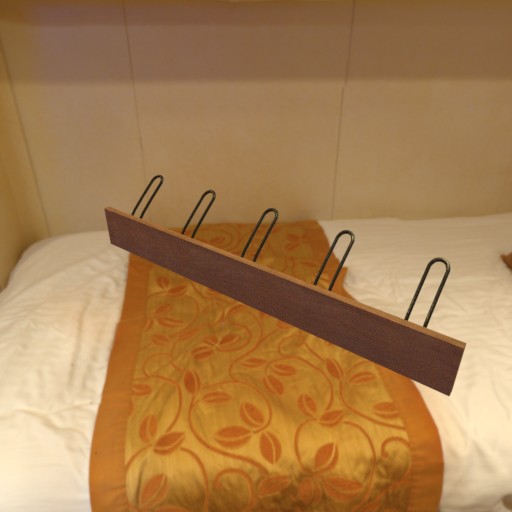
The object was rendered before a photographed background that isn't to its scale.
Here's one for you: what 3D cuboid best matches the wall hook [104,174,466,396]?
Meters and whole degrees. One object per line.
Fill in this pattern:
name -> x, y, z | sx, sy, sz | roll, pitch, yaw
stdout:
wall hook -> 0.000, 0.000, 0.600 | 0.554, 0.116, 0.076 | 20, 35, 32
